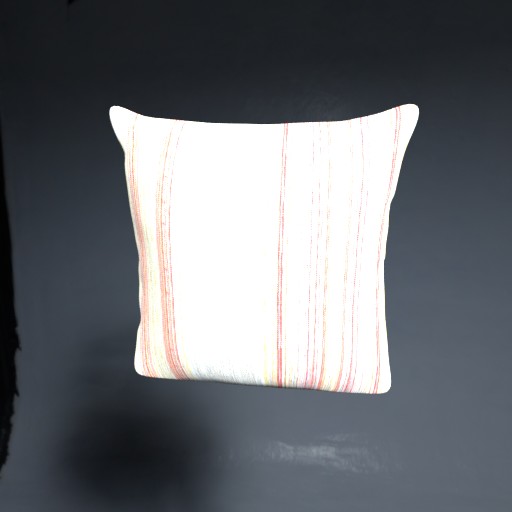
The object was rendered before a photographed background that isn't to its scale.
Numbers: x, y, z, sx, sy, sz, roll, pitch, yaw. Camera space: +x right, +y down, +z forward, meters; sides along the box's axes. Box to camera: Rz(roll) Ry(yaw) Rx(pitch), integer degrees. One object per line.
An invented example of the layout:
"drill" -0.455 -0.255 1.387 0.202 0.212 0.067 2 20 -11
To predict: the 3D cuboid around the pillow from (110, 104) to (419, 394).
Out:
"pillow" 0.000 0.000 0.688 0.451 0.449 0.191 2 13 9
